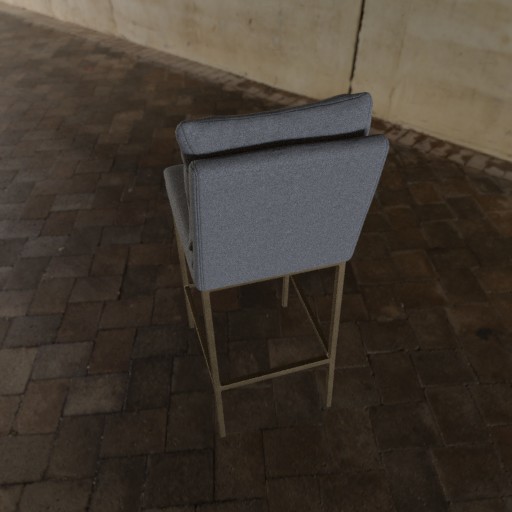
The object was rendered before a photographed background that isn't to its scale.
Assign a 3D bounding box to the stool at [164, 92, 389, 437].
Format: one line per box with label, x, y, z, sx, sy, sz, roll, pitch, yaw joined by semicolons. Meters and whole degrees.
stool;0.000;0.000;1.411;0.463;1.130;0.569;-11;42;-13
